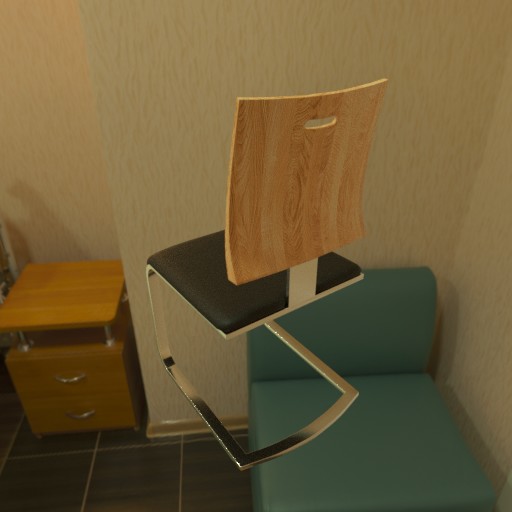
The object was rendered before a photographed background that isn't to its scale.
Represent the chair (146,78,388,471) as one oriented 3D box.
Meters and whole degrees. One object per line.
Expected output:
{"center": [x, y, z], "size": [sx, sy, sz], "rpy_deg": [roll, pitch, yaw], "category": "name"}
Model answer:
{"center": [0.000, 0.000, 1.224], "size": [0.462, 0.936, 0.560], "rpy_deg": [-20, 35, -30], "category": "chair"}
